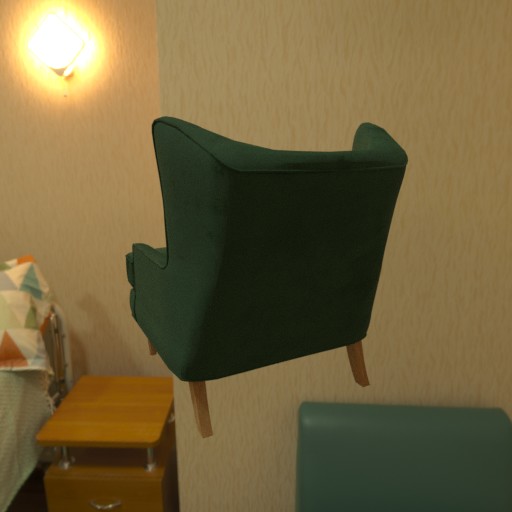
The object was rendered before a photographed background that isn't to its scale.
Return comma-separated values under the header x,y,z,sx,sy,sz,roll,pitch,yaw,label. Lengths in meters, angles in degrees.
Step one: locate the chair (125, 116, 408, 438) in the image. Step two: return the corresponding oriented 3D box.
x,y,z,sx,sy,sz,roll,pitch,yaw,label
0.000,0.000,1.639,0.793,0.952,0.910,-7,16,-27,chair
